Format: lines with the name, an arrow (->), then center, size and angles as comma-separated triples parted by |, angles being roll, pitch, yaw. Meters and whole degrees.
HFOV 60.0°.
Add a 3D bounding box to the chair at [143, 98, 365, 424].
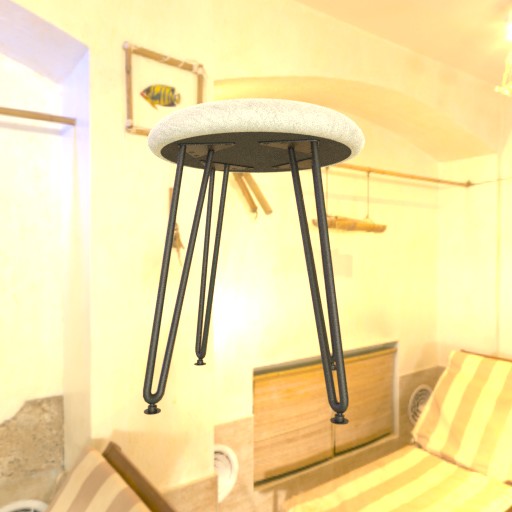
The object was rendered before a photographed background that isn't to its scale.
chair -> 0.000, 0.000, 0.650 | 0.350, 0.386, 0.350 | -1, 1, -37
